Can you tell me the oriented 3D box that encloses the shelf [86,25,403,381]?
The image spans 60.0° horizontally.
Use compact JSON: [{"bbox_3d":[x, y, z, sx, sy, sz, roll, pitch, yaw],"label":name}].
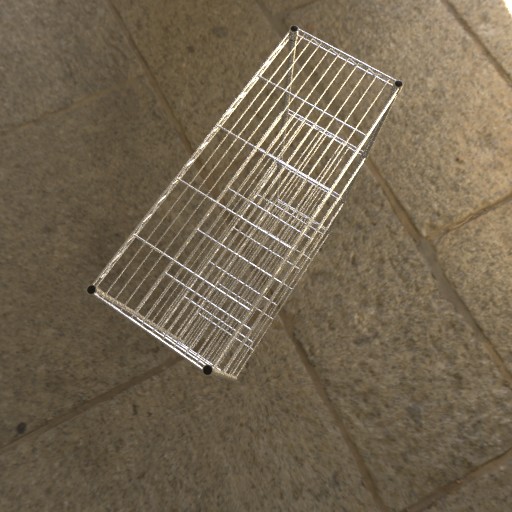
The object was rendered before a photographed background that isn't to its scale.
[{"bbox_3d":[0.000,0.000,1.750,0.352,1.360,0.907,32,76,9],"label":"shelf"}]
